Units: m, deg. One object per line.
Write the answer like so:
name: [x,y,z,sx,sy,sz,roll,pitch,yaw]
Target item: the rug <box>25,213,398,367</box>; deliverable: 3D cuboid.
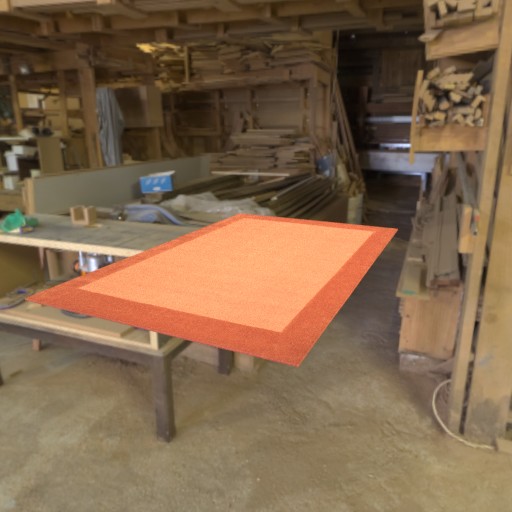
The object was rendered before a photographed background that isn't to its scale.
rug: [0.000,0.000,3.055,1.524,0.014,2.438,8,19,24]
